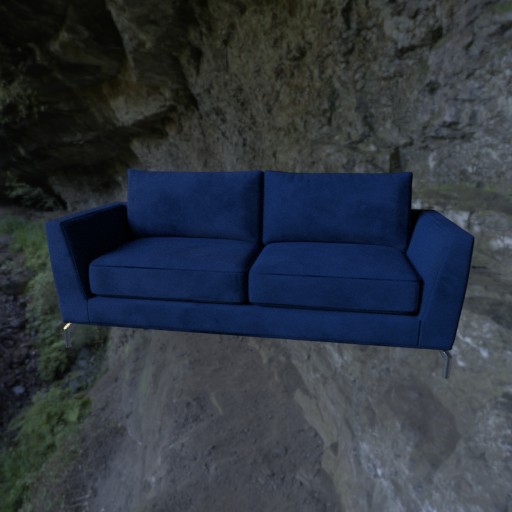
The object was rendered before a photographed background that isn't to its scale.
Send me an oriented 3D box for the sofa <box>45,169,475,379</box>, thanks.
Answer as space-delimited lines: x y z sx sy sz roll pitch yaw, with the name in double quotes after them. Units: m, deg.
0.000 0.000 2.687 2.212 0.998 0.853 2 15 9 "sofa"
